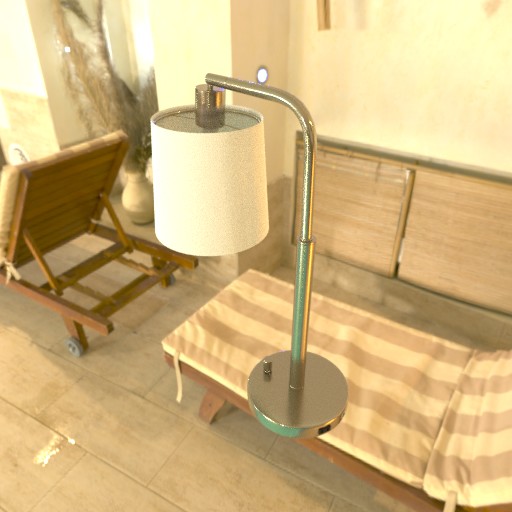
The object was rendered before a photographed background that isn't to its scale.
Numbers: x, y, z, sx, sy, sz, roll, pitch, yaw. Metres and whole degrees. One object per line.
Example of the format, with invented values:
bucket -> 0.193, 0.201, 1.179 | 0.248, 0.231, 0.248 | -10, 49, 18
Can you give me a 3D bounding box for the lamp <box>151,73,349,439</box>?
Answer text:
lamp -> 0.000, 0.000, 0.649 | 0.333, 0.489, 0.171 | 20, 37, 29
